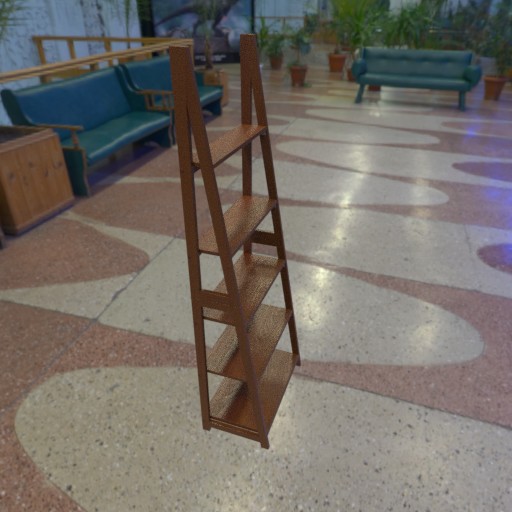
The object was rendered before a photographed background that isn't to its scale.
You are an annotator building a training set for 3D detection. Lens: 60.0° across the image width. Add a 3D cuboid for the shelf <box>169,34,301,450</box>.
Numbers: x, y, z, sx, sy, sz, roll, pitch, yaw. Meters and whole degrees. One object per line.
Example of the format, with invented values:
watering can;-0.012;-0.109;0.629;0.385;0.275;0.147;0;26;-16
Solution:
shelf;0.000;0.000;2.029;0.356;1.780;0.630;10;31;17
